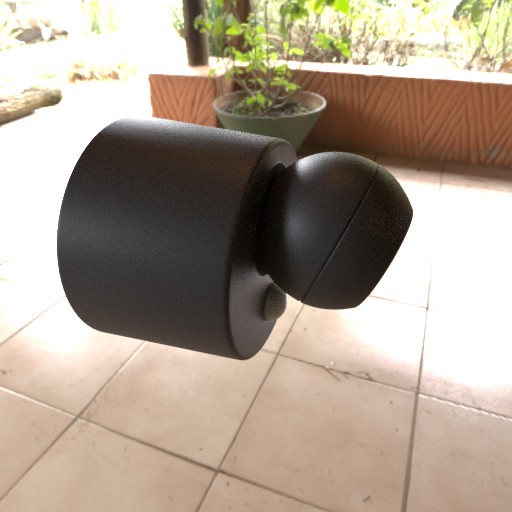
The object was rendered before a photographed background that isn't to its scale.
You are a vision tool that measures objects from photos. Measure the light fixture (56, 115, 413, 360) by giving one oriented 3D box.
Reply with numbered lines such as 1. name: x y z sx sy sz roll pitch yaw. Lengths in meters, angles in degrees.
1. light fixture: 0.000 0.000 0.255 0.160 0.143 0.134 11 32 18
